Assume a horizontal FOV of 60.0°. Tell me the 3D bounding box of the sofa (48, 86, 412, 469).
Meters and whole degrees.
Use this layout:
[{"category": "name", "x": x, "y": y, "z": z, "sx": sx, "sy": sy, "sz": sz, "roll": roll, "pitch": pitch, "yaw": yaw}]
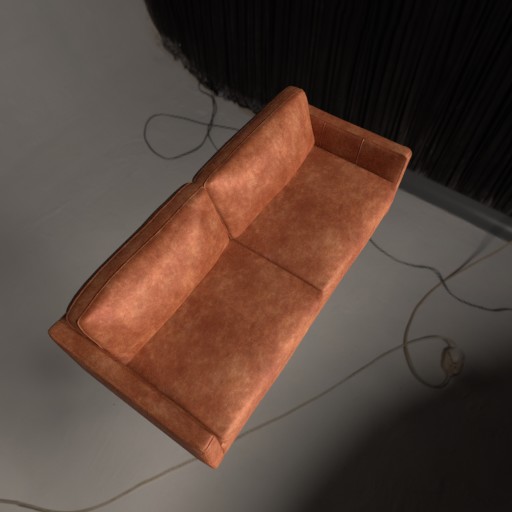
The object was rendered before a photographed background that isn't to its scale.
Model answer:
[{"category": "sofa", "x": 0.000, "y": 0.000, "z": 2.446, "sx": 0.923, "sy": 0.863, "sz": 1.971, "roll": 30, "pitch": 63, "yaw": 17}]
